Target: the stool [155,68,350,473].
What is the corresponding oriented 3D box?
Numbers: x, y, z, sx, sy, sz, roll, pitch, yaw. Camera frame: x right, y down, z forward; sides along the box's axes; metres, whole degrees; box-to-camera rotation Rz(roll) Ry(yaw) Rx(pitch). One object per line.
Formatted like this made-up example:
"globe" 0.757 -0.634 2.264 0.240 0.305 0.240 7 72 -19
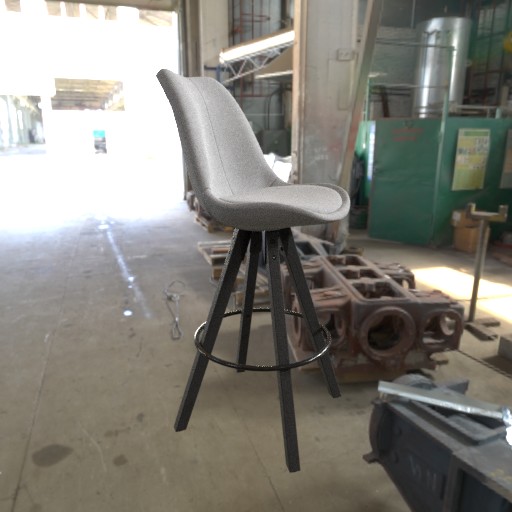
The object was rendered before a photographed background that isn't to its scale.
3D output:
"stool" 0.000 0.000 1.413 0.550 1.115 0.485 8 17 26
